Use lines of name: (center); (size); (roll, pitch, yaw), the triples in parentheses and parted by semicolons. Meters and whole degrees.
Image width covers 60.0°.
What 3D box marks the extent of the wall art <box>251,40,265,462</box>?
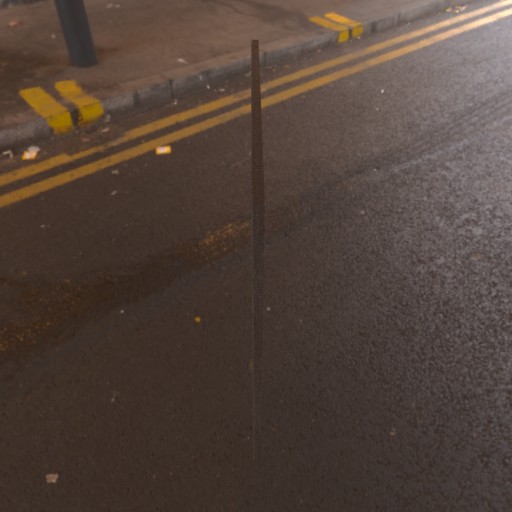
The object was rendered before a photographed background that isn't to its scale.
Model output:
wall art: (0.000, 0.000, 0.779); (0.013, 0.570, 0.476); (0, 43, 0)
